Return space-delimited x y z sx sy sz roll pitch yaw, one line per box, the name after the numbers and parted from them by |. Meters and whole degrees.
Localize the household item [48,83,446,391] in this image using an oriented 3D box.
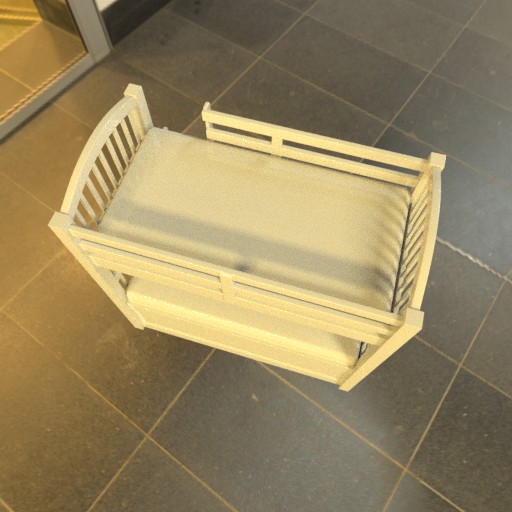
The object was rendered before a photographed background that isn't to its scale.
0.000 0.000 3.355 2.032 2.032 1.143 15 65 7 | household item
